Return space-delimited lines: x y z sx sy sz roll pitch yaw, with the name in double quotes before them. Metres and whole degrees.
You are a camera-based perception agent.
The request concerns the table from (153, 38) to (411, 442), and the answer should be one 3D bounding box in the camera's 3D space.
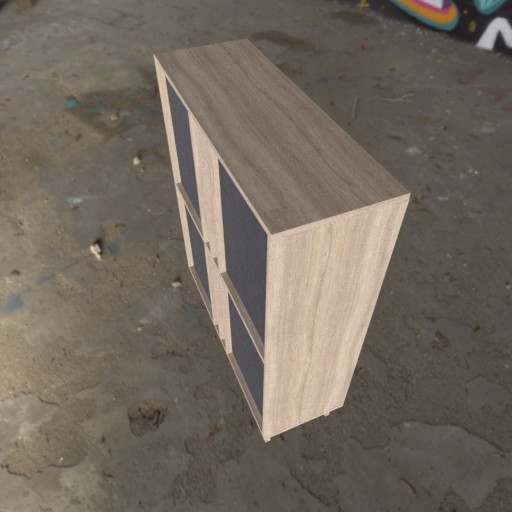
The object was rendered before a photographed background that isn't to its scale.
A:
"table" 0.000 0.000 1.943 0.398 1.388 1.111 -17 49 -16
